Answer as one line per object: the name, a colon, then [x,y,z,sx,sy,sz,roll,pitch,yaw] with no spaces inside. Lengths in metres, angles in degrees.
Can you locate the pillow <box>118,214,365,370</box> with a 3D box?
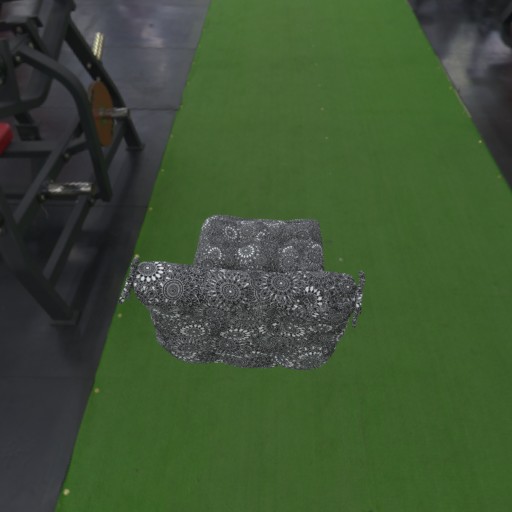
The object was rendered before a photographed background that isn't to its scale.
pillow: [0.000,0.000,1.518,0.526,0.863,1.016,3,47,3]
